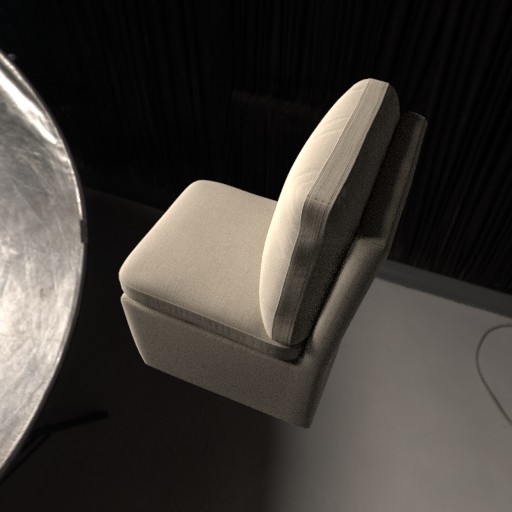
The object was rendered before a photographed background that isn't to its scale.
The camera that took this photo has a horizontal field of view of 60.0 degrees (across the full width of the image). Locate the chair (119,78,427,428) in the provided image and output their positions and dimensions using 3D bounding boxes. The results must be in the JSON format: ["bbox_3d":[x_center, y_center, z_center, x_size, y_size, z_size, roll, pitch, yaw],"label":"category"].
[{"bbox_3d":[0.000,0.000,1.279,0.698,0.927,0.503,17,49,15],"label":"chair"}]
